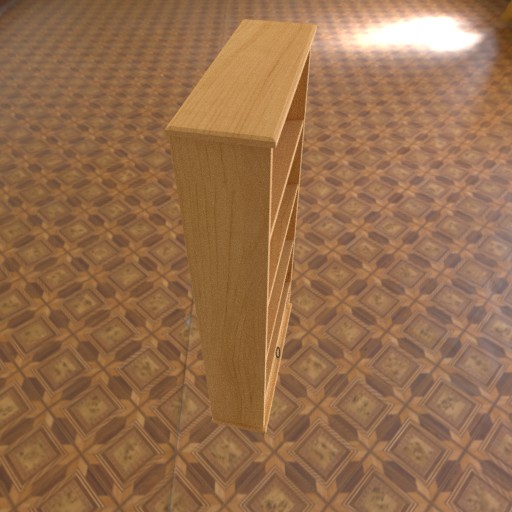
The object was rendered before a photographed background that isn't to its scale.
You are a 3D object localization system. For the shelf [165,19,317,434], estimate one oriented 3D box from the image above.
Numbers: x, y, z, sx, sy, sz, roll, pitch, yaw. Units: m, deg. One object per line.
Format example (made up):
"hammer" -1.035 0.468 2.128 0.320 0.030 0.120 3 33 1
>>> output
"shelf" 0.000 0.000 1.210 0.175 1.030 0.520 9 46 9
